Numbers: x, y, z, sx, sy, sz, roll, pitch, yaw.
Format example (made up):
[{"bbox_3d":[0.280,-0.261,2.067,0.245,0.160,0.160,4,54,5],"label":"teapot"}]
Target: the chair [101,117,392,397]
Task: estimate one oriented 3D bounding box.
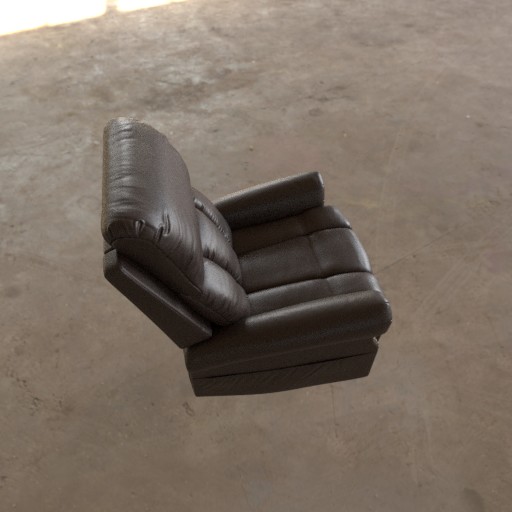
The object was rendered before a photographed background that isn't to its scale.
[{"bbox_3d":[0.000,0.000,1.744,0.978,1.028,0.869,-9,47,-9],"label":"chair"}]
